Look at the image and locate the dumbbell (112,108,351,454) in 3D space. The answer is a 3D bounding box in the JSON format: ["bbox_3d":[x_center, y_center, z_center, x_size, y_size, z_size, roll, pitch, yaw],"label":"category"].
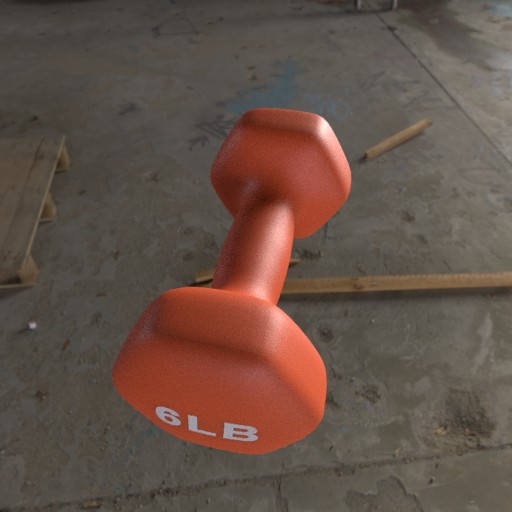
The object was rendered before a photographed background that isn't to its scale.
[{"bbox_3d":[0.000,0.000,0.203,0.079,0.071,0.162,10,47,9],"label":"dumbbell"}]
